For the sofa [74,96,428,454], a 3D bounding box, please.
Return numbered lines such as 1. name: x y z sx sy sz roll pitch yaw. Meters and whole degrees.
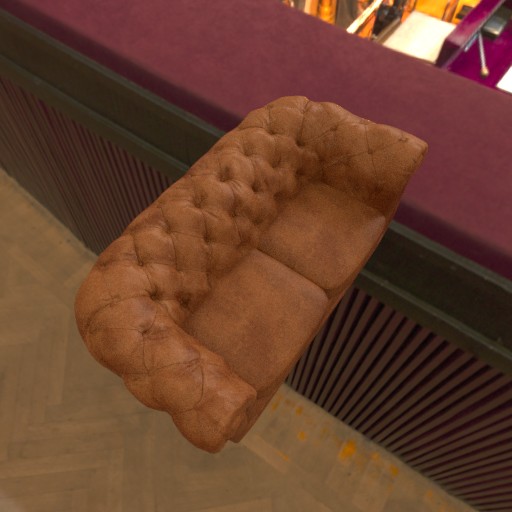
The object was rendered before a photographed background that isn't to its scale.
1. sofa: 0.000 0.000 2.524 1.042 0.877 1.979 32 64 18
